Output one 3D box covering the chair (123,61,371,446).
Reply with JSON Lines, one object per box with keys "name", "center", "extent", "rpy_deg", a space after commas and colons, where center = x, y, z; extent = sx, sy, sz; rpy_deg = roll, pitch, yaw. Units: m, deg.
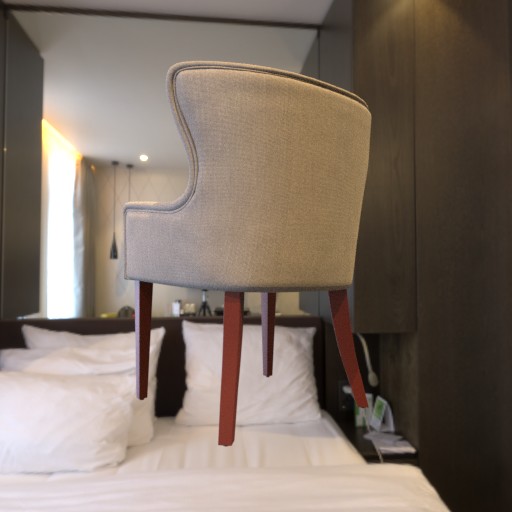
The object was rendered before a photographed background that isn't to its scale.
{"name": "chair", "center": [0.000, 0.000, 1.417], "extent": [0.732, 0.948, 0.677], "rpy_deg": [2, -3, -37]}
